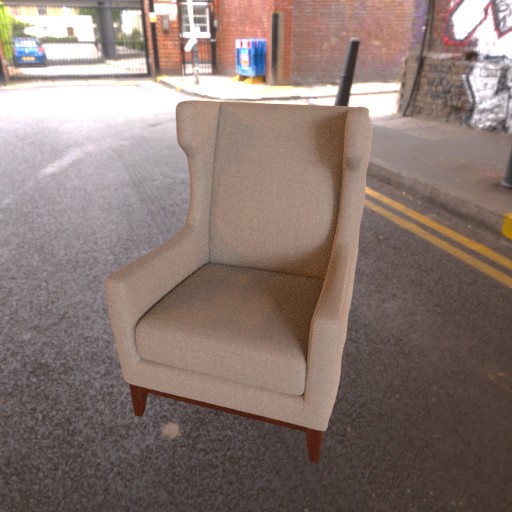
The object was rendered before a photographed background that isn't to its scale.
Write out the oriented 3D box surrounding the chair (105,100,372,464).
[{"bbox_3d":[0.000,0.000,1.700,0.778,1.079,0.899,8,27,16],"label":"chair"}]
